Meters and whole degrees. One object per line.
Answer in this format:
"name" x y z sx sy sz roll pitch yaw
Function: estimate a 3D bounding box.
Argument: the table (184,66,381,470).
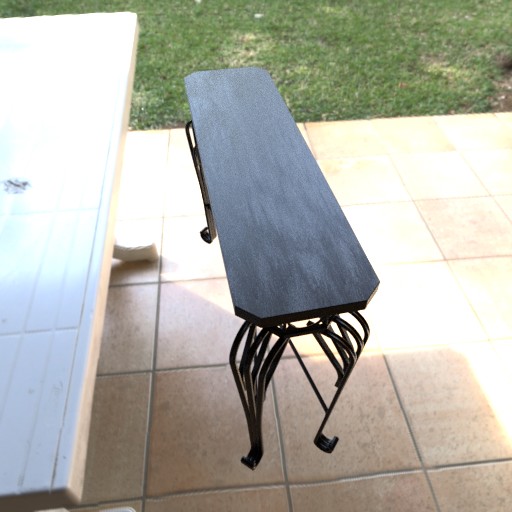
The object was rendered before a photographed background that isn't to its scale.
"table" 0.000 0.000 1.478 0.329 0.800 1.112 -9 47 -8
